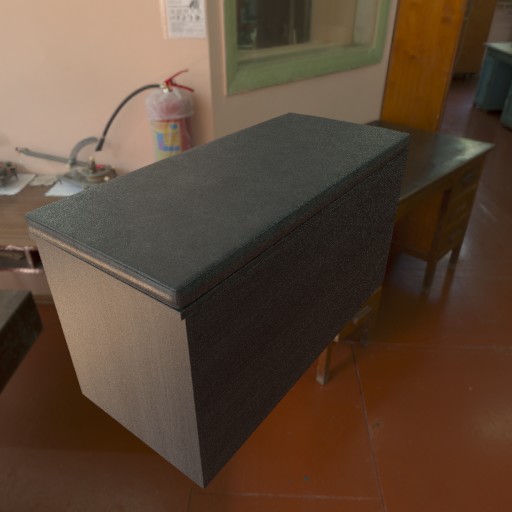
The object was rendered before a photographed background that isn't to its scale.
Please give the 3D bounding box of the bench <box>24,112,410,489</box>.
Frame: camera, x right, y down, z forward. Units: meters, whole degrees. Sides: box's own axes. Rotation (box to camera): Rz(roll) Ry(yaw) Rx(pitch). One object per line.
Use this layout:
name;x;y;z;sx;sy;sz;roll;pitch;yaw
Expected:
bench;0.000;0.000;1.149;0.401;0.501;0.905;22;38;30
